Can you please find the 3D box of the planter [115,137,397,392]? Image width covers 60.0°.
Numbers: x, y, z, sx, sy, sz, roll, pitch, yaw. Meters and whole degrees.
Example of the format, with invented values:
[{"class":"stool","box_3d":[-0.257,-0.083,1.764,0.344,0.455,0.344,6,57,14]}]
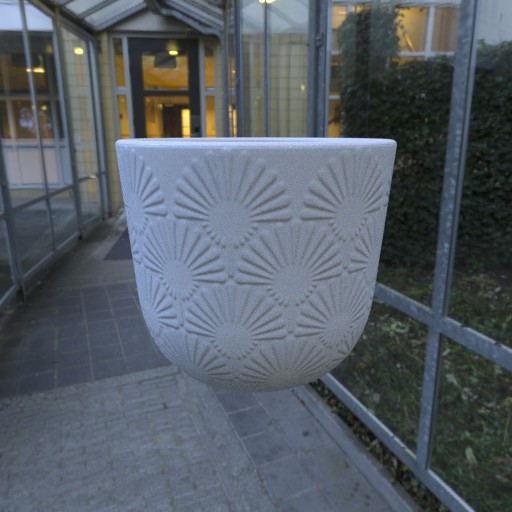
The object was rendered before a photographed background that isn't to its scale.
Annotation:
[{"class":"planter","box_3d":[0.000,0.000,0.299,0.170,0.152,0.170,0,16,0]}]
